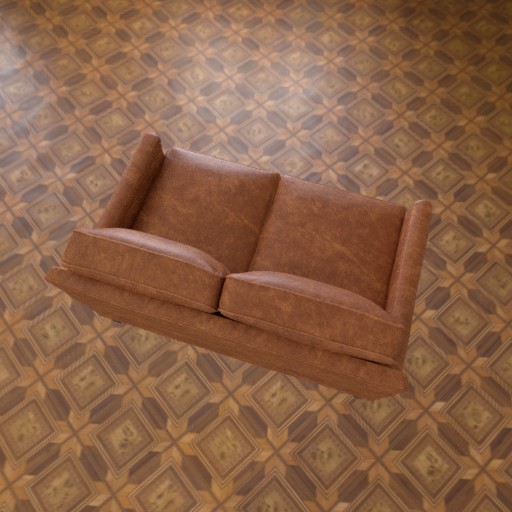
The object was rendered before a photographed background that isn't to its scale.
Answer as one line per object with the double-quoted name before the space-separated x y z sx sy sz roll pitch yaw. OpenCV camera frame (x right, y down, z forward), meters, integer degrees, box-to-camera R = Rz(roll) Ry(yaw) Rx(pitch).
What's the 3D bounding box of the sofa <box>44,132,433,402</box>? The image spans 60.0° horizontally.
"sofa" 0.000 0.000 2.255 1.597 1.003 1.084 16 65 8
